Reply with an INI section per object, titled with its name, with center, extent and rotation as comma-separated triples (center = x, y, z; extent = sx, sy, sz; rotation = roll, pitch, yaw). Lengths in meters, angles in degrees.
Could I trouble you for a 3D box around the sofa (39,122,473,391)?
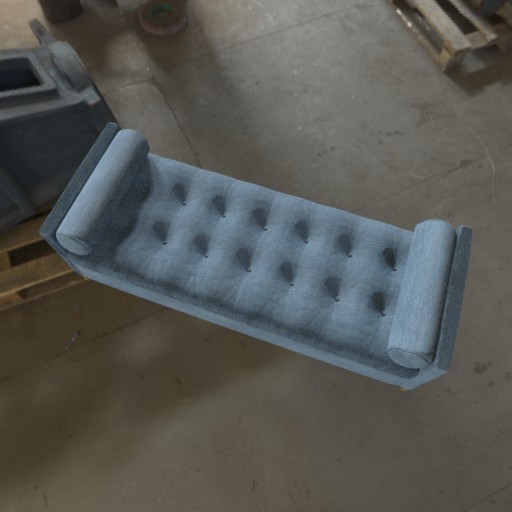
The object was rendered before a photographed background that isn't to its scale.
[sofa]
center = 0.000, 0.000, 2.510
extent = 2.102, 0.705, 0.796
rotation = 18, 66, 8
